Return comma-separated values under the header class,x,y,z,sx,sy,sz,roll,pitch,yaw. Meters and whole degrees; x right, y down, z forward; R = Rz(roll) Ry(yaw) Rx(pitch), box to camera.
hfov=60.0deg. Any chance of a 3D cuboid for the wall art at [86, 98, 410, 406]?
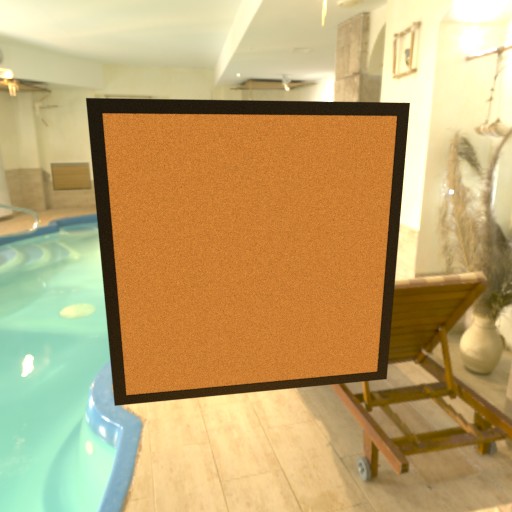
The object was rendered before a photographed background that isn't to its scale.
class,x,y,z,sx,sy,sz,roll,pitch,yaw
wall art,0.000,0.000,0.766,0.506,0.506,0.038,-3,15,-10
